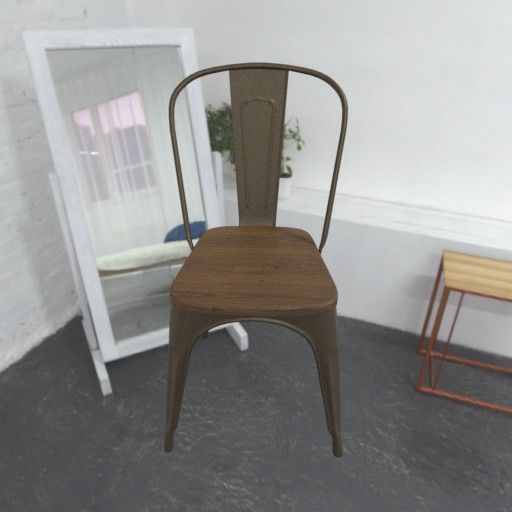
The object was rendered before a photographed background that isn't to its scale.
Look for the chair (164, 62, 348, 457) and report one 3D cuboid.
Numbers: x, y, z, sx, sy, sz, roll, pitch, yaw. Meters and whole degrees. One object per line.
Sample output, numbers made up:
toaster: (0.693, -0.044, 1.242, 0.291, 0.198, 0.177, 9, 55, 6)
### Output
chair: (0.000, 0.000, 1.125, 0.451, 0.844, 0.532, 1, 31, 2)
